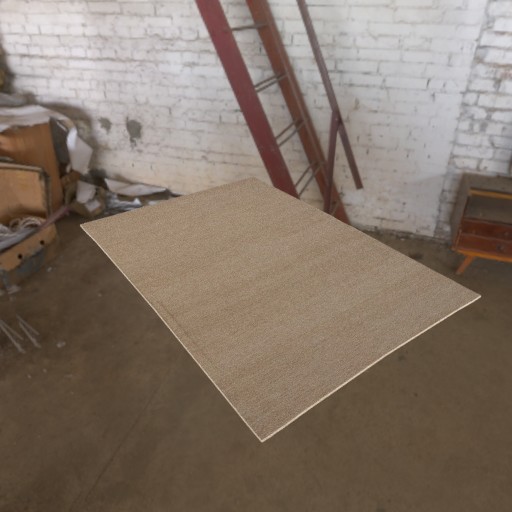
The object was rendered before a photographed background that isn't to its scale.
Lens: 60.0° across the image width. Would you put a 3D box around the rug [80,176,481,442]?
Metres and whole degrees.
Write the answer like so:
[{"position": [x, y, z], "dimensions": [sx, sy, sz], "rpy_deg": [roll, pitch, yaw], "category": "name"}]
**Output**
[{"position": [0.000, 0.000, 3.717], "dimensions": [2.032, 0.038, 2.869], "rpy_deg": [-21, 38, -30], "category": "rug"}]
